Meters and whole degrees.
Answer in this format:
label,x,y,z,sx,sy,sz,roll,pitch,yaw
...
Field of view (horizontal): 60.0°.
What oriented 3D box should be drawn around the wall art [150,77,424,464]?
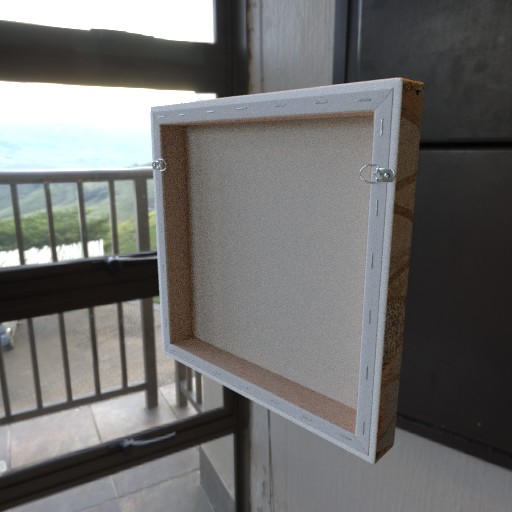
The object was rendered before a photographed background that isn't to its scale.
label,x,y,z,sx,sy,sz,roll,pitch,yaw
wall art,0.000,0.000,0.446,0.303,0.304,0.036,13,18,42
